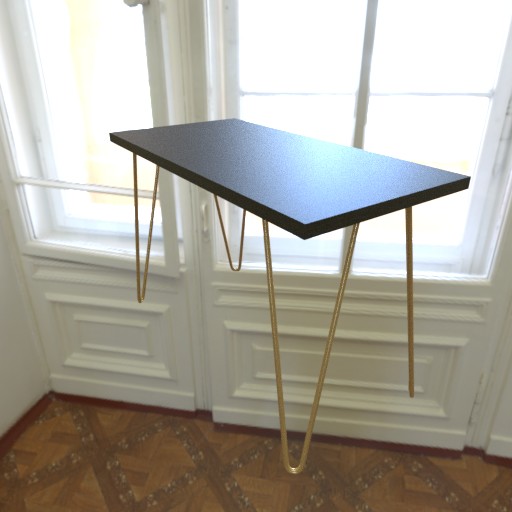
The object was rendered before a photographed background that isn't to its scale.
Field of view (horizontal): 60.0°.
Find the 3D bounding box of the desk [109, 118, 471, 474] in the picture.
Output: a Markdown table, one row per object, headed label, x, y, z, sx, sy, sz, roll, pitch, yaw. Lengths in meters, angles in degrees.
| label | x | y | z | sx | sy | sz | roll | pitch | yaw |
| --- | --- | --- | --- | --- | --- | --- | --- | --- | --- |
| desk | 0.000 | 0.000 | 1.388 | 0.499 | 0.660 | 0.991 | -17 | 31 | -31 |
